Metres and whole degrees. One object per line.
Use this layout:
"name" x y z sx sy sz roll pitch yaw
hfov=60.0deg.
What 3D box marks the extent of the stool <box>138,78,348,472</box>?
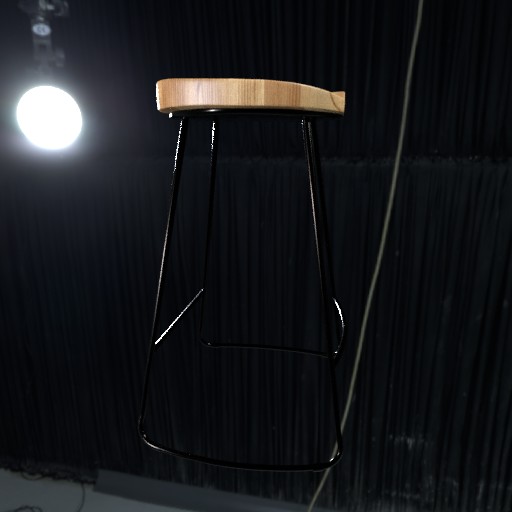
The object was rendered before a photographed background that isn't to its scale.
"stool" 0.000 0.000 0.947 0.401 0.679 0.480 3 16 10
